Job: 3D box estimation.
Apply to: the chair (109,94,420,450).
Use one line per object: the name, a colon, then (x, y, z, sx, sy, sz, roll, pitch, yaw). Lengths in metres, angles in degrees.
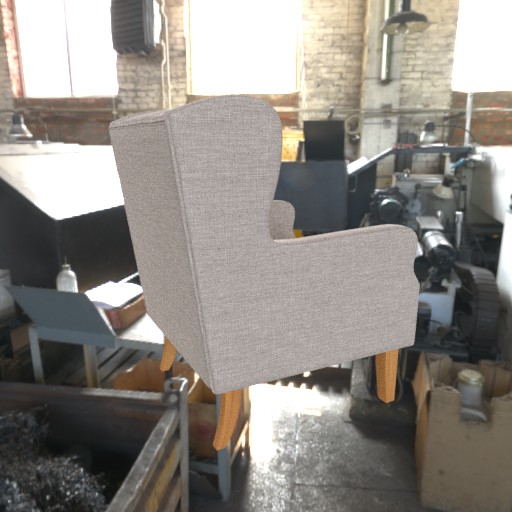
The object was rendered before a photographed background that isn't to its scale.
chair: (0.000, 0.000, 1.457, 0.760, 0.930, 0.710, -8, 16, -28)
